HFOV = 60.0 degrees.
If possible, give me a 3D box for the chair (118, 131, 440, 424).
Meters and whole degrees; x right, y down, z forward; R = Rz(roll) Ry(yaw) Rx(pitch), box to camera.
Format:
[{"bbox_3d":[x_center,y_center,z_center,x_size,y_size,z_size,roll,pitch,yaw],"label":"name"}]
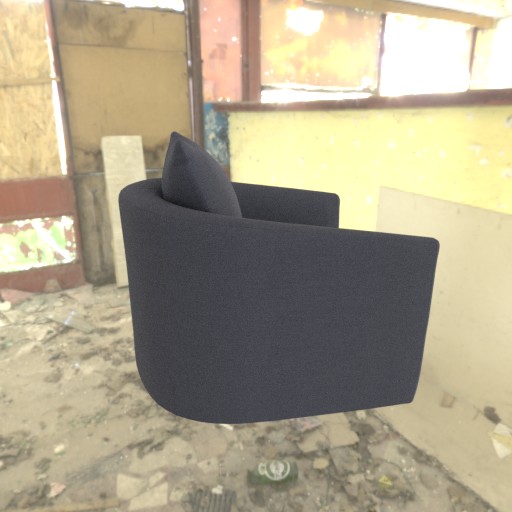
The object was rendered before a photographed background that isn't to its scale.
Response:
[{"bbox_3d":[0.000,0.000,1.592,0.910,0.848,0.845,-3,18,-10],"label":"chair"}]
